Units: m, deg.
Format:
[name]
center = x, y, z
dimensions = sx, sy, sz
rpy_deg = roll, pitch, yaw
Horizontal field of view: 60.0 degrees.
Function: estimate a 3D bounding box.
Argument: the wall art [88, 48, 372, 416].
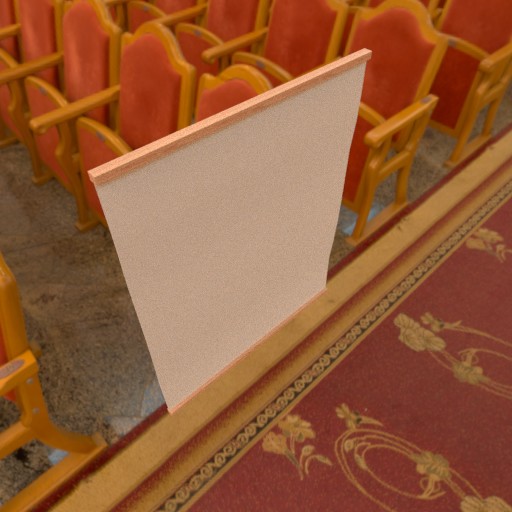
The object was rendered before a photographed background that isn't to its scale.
[wall art]
center = 0.000, 0.000, 0.680
dimensions = 0.406, 0.508, 0.013
rpy_deg = -34, 55, -28
